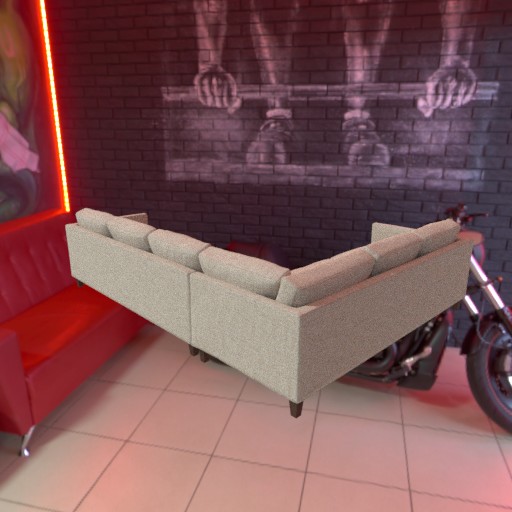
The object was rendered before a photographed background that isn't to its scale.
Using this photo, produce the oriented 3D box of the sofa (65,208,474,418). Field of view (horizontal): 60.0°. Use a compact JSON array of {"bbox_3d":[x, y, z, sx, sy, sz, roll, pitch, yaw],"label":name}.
[{"bbox_3d":[0.000,0.000,4.356,2.432,0.863,3.182,-16,23,-42],"label":"sofa"}]
